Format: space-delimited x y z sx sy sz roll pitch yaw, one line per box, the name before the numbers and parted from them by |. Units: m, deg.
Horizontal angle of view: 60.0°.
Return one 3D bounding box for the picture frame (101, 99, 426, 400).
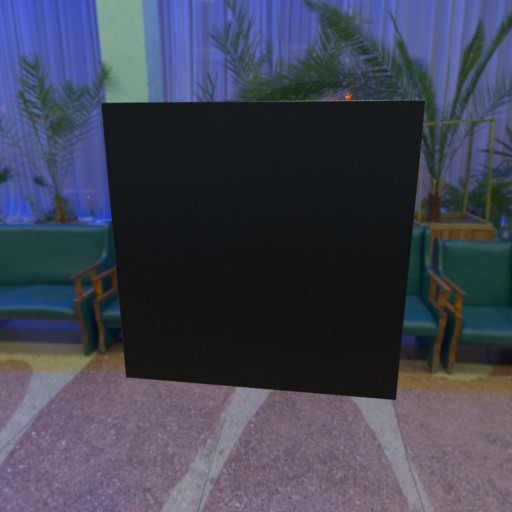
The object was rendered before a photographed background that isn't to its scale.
picture frame | 0.000 0.000 0.846 0.559 0.557 0.029 2 16 8
